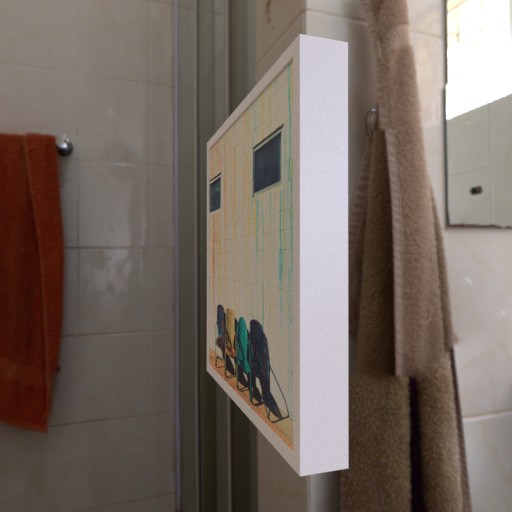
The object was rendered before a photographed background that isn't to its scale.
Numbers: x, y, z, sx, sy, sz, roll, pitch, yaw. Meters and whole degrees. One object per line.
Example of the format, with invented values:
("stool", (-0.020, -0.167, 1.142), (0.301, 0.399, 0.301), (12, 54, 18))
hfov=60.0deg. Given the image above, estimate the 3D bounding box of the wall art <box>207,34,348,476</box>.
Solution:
("wall art", (0.000, 0.000, 0.455), (0.038, 0.305, 0.305), (0, 0, -18))
